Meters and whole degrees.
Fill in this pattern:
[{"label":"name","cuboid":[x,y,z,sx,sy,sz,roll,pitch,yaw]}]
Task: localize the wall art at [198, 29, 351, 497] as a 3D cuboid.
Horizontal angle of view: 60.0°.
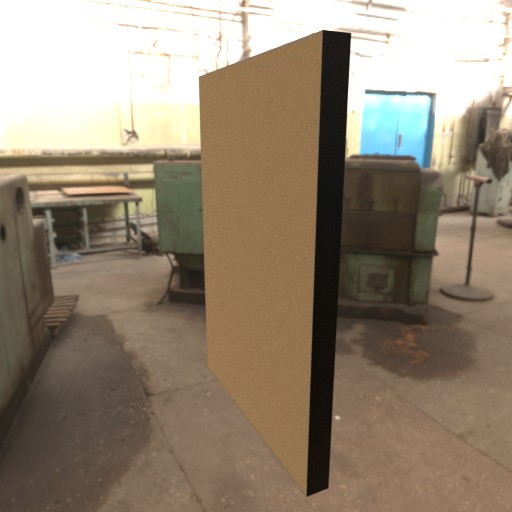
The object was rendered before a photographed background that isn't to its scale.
[{"label":"wall art","cuboid":[0.000,0.000,0.560,0.031,0.457,0.313,-7,16,-25]}]
